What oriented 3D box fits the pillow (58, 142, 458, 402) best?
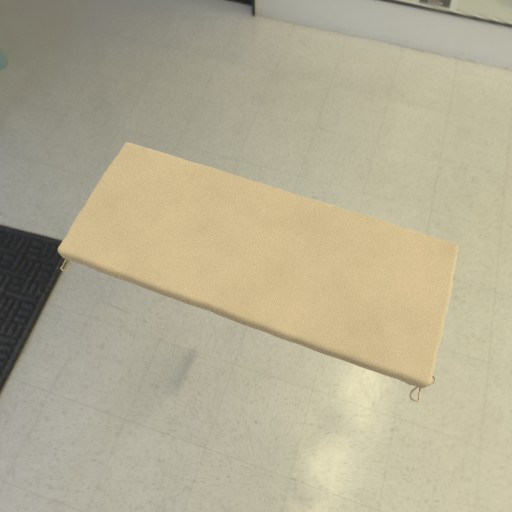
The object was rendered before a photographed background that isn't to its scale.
[{"bbox_3d":[0.000,0.000,1.362,1.187,0.081,0.492,19,65,9],"label":"pillow"}]
